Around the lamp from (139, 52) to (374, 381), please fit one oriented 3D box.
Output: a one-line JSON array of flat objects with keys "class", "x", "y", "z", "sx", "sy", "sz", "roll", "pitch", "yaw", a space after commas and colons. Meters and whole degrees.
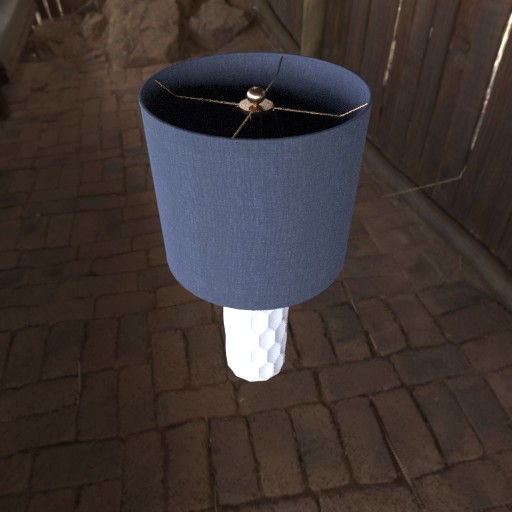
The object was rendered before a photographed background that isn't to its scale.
[{"class": "lamp", "x": 0.000, "y": 0.000, "z": 0.708, "sx": 0.277, "sy": 0.537, "sz": 0.277, "roll": -25, "pitch": 47, "yaw": -26}]
